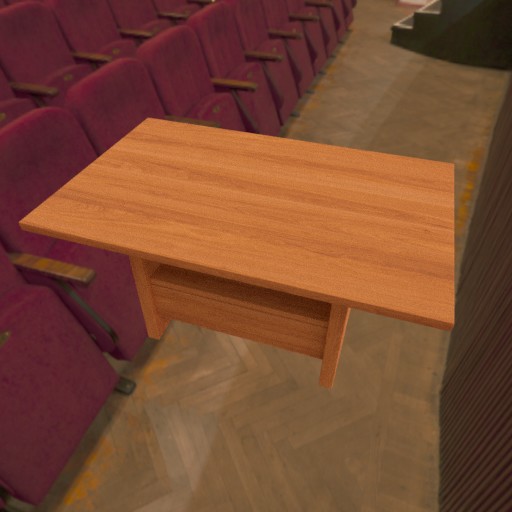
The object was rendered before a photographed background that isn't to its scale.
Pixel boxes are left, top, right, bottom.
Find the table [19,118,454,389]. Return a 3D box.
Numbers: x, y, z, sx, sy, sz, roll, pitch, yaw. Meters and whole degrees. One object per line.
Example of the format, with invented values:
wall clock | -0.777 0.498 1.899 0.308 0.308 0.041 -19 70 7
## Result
table | 0.000 0.000 1.465 1.100 0.510 0.700 12 43 14
